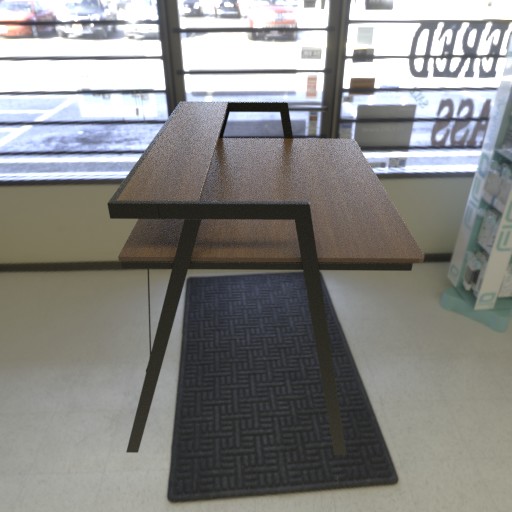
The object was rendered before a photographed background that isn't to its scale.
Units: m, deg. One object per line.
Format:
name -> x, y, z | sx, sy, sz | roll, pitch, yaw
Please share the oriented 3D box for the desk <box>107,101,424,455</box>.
desk -> 0.000, 0.000, 1.848 | 0.936, 0.998, 1.143 | 0, 31, 1
